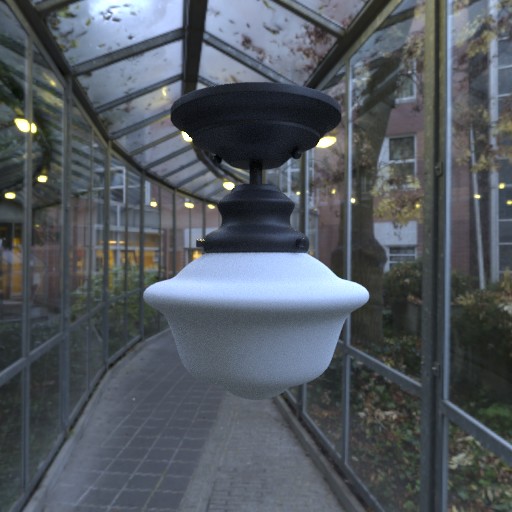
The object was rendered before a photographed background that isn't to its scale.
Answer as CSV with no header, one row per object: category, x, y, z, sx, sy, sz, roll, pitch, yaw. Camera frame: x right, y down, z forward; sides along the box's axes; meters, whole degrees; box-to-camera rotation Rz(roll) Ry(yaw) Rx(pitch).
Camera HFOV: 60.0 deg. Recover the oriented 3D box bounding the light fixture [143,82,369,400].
light fixture,0.000,0.000,0.399,0.197,0.254,0.197,0,-1,0
